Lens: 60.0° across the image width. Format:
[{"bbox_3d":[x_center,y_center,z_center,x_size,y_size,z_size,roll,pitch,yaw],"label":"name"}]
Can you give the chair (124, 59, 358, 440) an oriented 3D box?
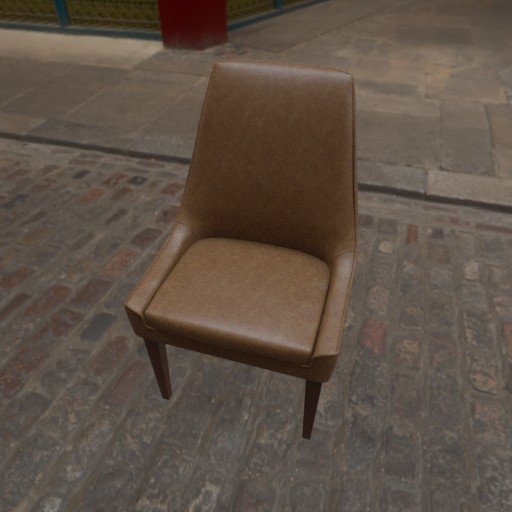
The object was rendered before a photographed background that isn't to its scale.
[{"bbox_3d":[0.000,0.000,1.198,0.529,0.861,0.544,11,41,13],"label":"chair"}]
